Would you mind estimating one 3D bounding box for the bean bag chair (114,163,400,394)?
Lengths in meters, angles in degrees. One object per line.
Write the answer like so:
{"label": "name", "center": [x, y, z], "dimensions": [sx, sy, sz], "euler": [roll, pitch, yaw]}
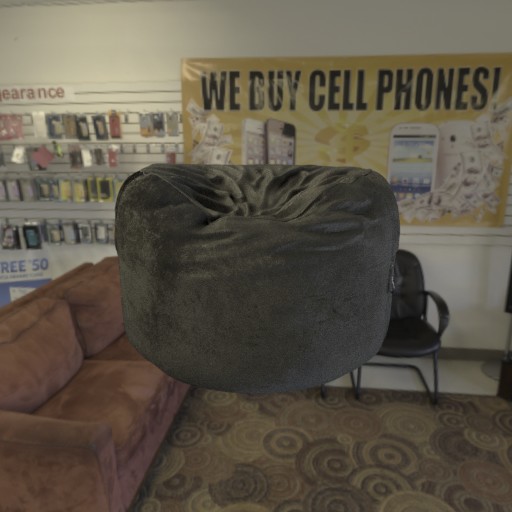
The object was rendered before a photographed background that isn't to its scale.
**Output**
{"label": "bean bag chair", "center": [0.000, 0.000, 1.505], "dimensions": [0.918, 0.605, 0.918], "euler": [0, 14, 0]}
